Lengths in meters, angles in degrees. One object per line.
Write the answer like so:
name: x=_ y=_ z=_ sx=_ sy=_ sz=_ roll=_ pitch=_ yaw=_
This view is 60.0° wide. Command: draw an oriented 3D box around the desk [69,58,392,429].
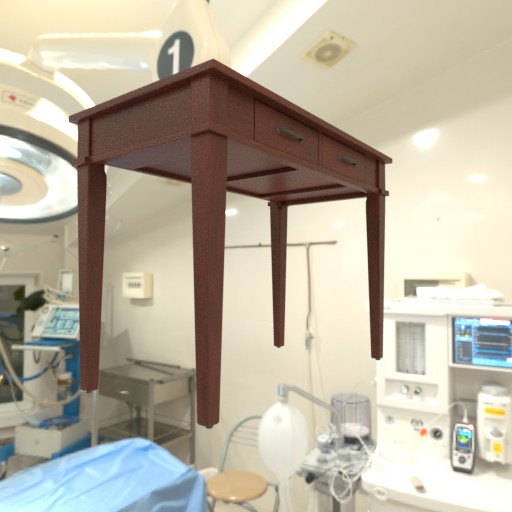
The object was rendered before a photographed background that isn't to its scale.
desk: x=0.000 y=0.000 z=1.449 sx=0.549 sy=0.762 sz=1.001 roll=-2 pitch=-3 yaw=37
